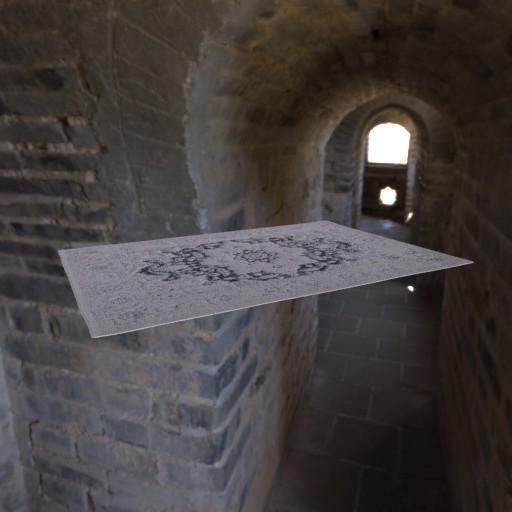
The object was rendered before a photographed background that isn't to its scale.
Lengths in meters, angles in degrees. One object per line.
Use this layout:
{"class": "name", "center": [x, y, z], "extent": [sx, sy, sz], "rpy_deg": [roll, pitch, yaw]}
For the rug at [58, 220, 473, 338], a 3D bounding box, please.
{"class": "rug", "center": [0.000, 0.000, 2.310], "extent": [1.813, 0.008, 1.223], "rpy_deg": [-8, 17, -27]}
